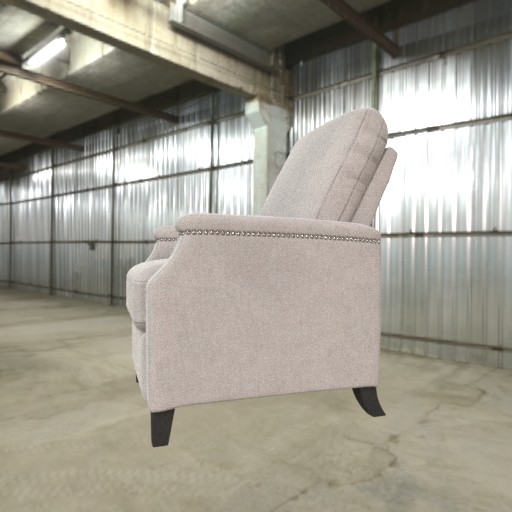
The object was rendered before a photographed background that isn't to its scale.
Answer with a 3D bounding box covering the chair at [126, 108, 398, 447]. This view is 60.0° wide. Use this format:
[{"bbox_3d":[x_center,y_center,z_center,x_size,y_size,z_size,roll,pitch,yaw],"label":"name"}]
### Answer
[{"bbox_3d":[0.000,0.000,1.669,0.922,1.049,0.710,0,0,-19],"label":"chair"}]
